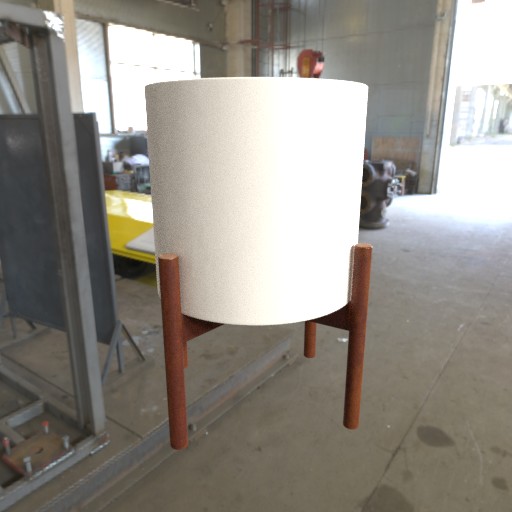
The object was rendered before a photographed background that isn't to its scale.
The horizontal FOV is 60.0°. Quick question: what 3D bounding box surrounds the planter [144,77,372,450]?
[{"bbox_3d":[0.000,0.000,0.944,0.417,0.670,0.417,-3,17,-9],"label":"planter"}]
